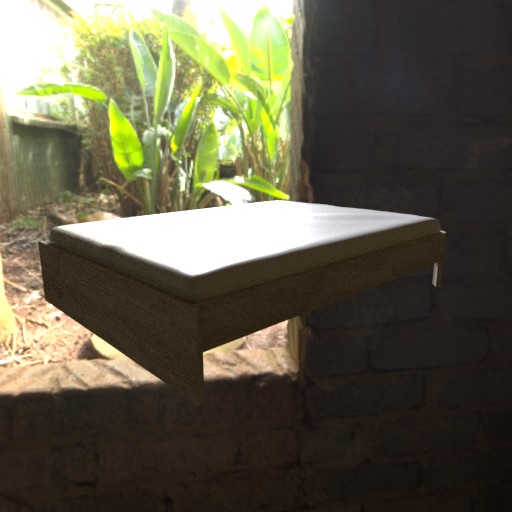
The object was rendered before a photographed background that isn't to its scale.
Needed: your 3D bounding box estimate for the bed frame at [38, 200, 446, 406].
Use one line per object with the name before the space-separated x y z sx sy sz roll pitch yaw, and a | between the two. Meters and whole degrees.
bed frame | 0.000 0.000 2.636 1.950 0.462 1.490 -13 19 -42
